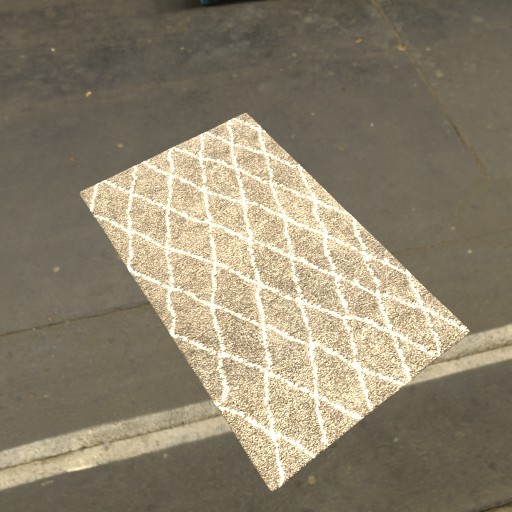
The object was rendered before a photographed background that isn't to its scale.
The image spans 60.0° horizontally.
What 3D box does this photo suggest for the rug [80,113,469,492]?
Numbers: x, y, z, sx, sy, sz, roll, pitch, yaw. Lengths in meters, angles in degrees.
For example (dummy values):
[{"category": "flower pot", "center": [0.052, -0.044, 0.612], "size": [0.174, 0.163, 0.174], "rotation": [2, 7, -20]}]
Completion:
[{"category": "rug", "center": [0.000, 0.000, 3.031], "size": [1.524, 0.030, 2.438], "rotation": [-31, 63, -18]}]
